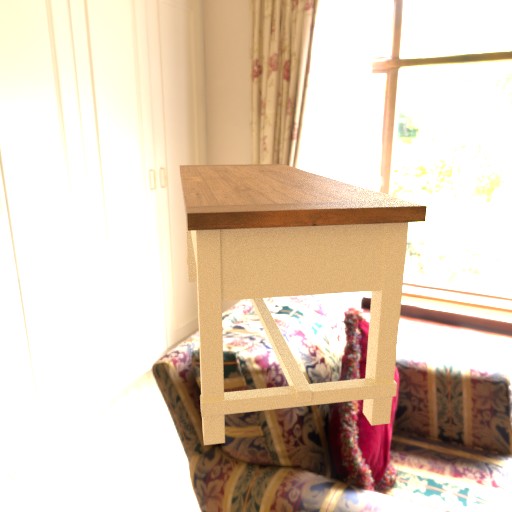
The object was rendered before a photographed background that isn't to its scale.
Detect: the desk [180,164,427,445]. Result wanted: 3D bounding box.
[{"bbox_3d":[0.000,0.000,2.185,0.688,0.762,1.803,-3,16,-10],"label":"desk"}]
